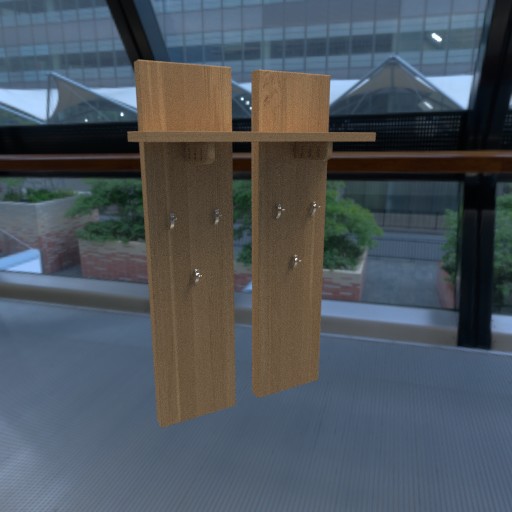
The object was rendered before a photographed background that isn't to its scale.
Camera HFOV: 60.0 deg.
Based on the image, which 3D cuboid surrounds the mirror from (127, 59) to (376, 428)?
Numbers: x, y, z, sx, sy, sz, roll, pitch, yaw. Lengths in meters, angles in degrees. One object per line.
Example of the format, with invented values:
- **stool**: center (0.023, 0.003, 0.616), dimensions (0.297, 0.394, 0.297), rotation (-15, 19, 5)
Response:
- **mirror**: center (0.000, 0.000, 1.563), dimensions (0.800, 1.250, 0.260), rotation (-8, 17, -27)
